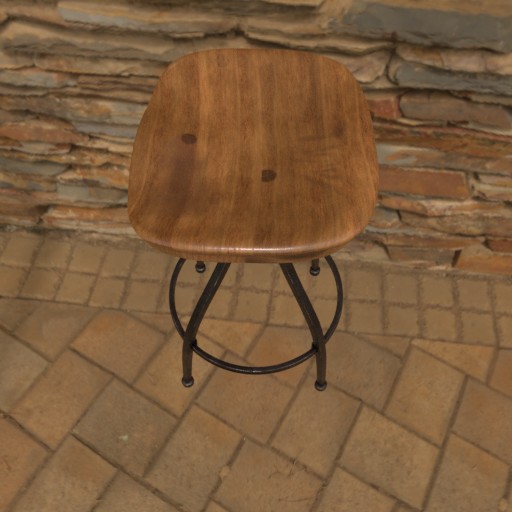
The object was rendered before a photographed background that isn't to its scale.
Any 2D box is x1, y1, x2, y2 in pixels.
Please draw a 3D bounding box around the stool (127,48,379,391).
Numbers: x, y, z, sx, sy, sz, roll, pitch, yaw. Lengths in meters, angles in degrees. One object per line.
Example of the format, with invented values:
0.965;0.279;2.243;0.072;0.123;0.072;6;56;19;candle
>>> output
0.000;0.000;0.956;0.424;0.694;0.432;1;57;1;stool
